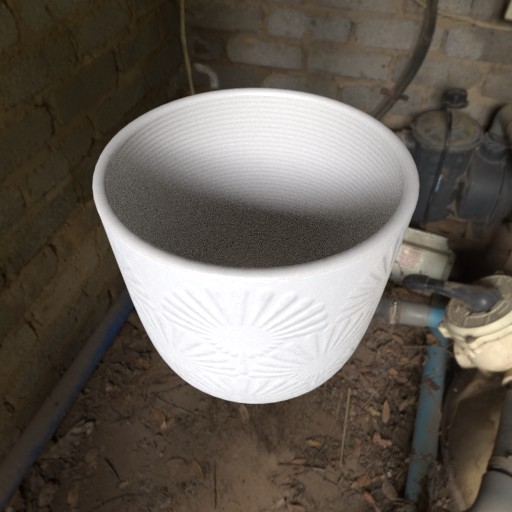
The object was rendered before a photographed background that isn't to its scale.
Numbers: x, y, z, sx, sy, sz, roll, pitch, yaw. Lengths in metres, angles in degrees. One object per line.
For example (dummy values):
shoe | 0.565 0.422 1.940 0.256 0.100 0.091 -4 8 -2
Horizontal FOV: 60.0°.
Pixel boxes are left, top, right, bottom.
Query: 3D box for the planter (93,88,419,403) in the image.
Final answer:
planter | 0.000 0.000 0.211 0.124 0.109 0.124 0 46 0
